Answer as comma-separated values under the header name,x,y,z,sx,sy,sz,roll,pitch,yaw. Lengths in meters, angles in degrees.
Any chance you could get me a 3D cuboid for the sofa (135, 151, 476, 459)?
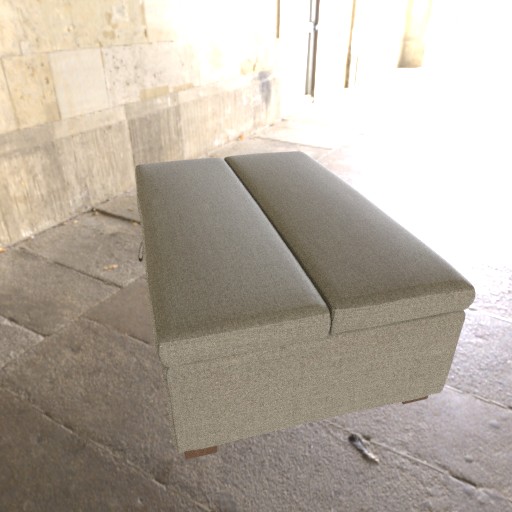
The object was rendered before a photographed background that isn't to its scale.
name,x,y,z,sx,sy,sz,roll,pitch,yaw
sofa,0.000,0.000,1.606,0.817,0.434,1.250,-8,30,-13
